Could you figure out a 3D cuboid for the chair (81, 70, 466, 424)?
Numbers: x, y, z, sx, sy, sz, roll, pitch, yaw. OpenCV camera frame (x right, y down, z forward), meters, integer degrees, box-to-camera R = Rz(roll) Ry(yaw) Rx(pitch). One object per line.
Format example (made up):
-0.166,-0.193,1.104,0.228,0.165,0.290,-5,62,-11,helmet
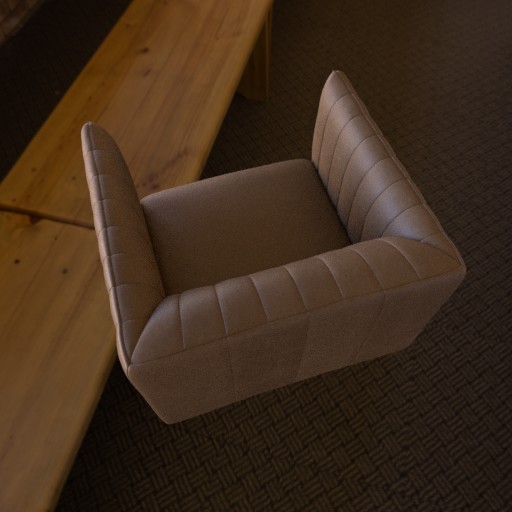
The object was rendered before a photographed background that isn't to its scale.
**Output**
0.000,0.000,1.603,0.981,0.779,0.876,-15,60,-9,chair
